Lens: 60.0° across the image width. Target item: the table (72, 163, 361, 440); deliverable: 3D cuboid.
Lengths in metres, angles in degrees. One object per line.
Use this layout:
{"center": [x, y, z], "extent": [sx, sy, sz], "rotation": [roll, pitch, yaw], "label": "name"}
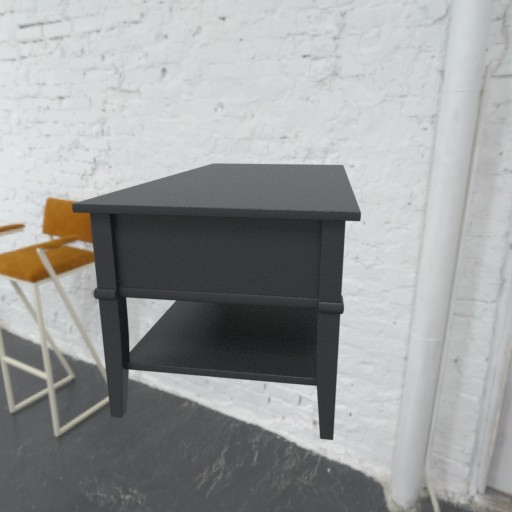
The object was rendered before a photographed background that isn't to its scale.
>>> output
{"center": [0.000, 0.000, 1.338], "extent": [0.523, 0.470, 1.044], "rotation": [3, 16, 9], "label": "table"}
